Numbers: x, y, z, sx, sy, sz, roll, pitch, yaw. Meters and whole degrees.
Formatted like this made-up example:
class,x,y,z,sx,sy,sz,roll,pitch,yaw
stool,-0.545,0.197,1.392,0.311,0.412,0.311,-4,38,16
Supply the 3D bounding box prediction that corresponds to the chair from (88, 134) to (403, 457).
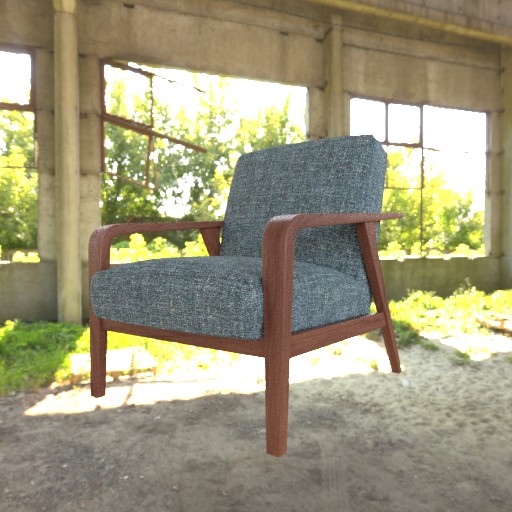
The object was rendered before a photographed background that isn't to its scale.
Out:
class,x,y,z,sx,sy,sz,roll,pitch,yaw
chair,0.000,0.000,1.467,0.719,0.864,0.889,1,1,36
